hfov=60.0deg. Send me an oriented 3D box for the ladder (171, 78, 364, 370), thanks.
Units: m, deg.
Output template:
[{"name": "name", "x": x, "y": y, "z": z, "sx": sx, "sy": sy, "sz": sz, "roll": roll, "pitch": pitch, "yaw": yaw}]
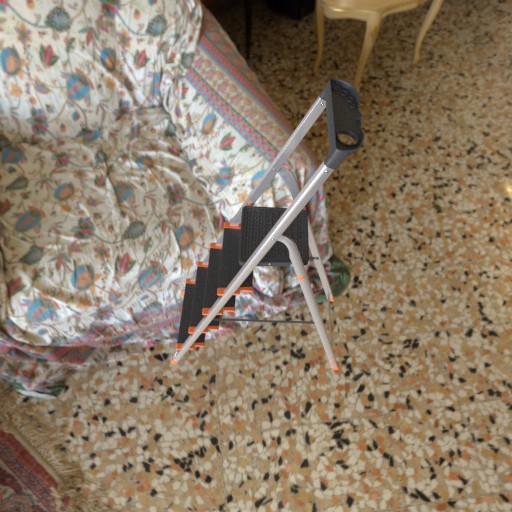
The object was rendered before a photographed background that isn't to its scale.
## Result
[{"name": "ladder", "x": 0.000, "y": 0.000, "z": 2.057, "sx": 0.995, "sy": 1.646, "sz": 0.480, "roll": 2, "pitch": 57, "yaw": 1}]
